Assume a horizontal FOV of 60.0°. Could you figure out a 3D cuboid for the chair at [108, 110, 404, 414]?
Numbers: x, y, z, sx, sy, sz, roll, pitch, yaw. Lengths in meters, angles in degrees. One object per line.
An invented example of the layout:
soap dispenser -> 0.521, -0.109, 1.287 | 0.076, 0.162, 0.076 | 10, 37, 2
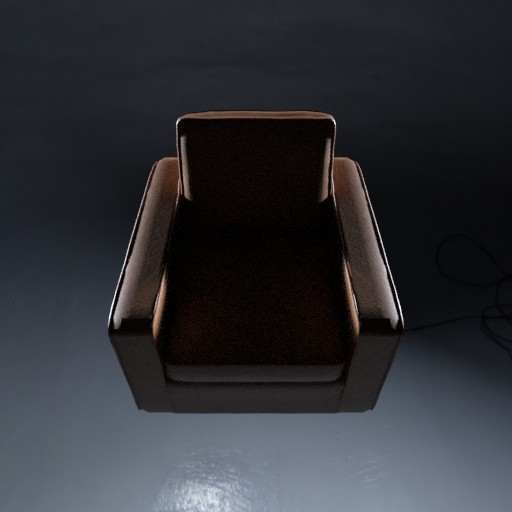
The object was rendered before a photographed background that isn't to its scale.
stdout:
chair -> 0.000, 0.000, 1.816 | 0.987, 0.901, 1.027 | -2, 45, -2
